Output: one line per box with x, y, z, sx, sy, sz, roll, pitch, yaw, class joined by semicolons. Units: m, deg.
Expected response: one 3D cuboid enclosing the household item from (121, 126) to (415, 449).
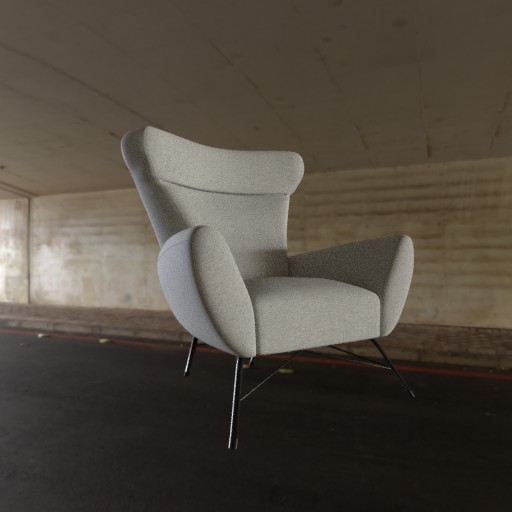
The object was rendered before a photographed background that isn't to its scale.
0.000;0.000;1.790;0.980;1.050;0.900;0;0;-35;household item
